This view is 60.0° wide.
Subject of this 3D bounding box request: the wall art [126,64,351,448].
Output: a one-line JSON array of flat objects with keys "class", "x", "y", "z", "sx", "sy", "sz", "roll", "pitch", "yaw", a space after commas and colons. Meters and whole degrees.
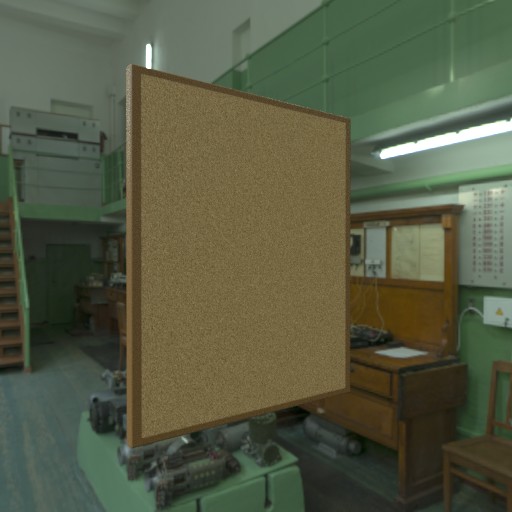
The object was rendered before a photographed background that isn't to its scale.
[{"class": "wall art", "x": 0.000, "y": 0.000, "z": 0.768, "sx": 0.449, "sy": 0.550, "sz": 0.021, "roll": 0, "pitch": 0, "yaw": -35}]
